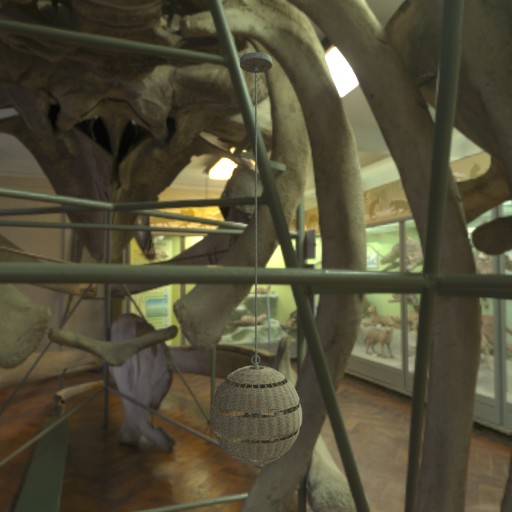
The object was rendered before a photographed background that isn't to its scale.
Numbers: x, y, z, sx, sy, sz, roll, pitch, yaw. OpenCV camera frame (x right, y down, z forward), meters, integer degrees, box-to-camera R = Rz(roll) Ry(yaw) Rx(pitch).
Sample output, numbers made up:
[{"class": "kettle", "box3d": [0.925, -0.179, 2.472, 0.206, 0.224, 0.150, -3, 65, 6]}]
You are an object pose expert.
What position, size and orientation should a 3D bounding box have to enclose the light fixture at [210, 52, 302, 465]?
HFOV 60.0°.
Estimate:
[{"class": "light fixture", "box3d": [0.000, 0.000, 2.241, 0.457, 2.019, 0.457, 1, -3, -18]}]
